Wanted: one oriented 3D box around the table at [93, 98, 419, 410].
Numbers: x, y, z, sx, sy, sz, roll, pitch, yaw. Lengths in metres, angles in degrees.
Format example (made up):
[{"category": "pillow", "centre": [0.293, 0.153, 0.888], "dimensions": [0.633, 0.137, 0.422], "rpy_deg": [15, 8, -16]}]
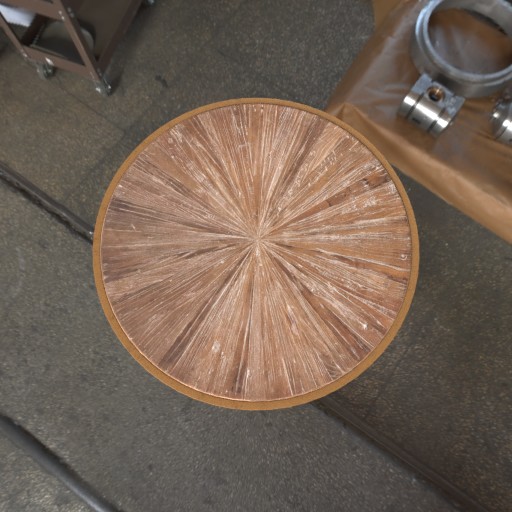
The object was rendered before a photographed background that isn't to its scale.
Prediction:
[{"category": "table", "centre": [0.000, 0.000, 1.554], "dimensions": [1.001, 0.409, 1.001], "rpy_deg": [0, 74, 0]}]
